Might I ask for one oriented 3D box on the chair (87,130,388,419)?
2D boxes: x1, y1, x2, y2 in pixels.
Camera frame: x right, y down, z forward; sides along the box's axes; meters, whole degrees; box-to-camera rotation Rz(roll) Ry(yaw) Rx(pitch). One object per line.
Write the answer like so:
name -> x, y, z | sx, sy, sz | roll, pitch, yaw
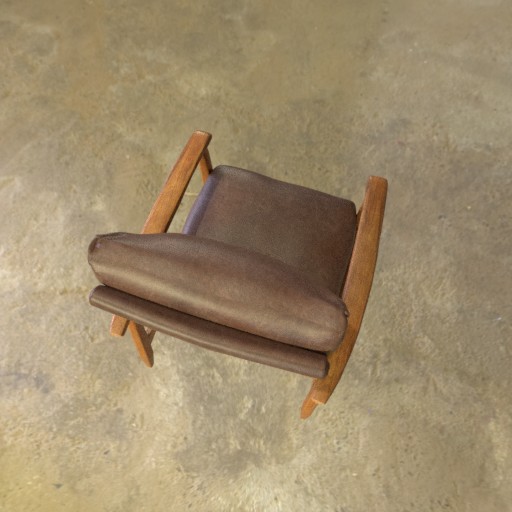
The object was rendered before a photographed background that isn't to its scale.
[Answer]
chair -> 0.000, 0.000, 1.512 | 0.782, 0.897, 0.830 | 16, 67, 7
